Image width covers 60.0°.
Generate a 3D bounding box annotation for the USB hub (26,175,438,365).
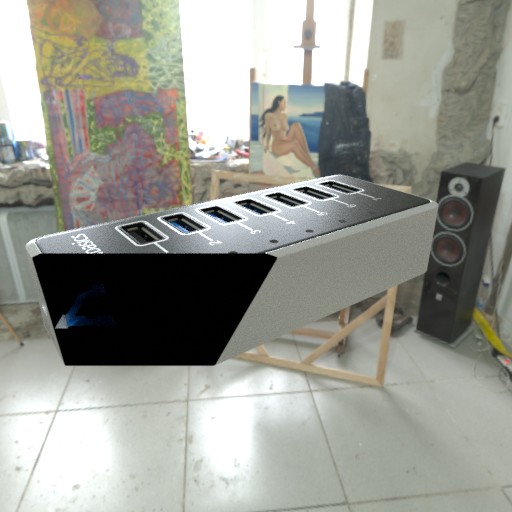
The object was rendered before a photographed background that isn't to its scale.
[{"bbox_3d":[0.000,0.000,0.126,0.110,0.023,0.044,-17,30,-32],"label":"USB hub"}]
